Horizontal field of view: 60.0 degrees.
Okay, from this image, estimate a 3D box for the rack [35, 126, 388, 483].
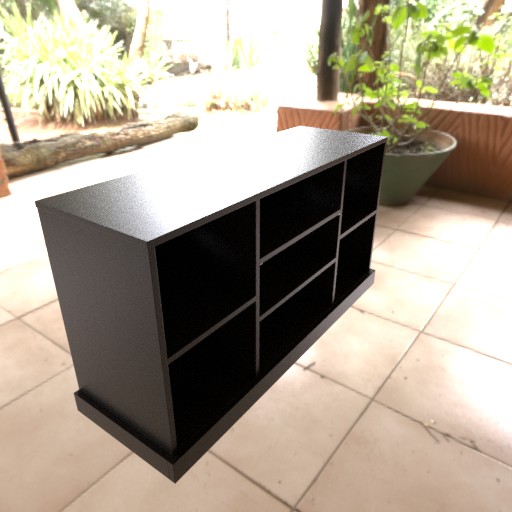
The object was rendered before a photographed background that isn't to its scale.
[{"bbox_3d":[0.000,0.000,1.476,0.399,0.635,1.206,18,32,32],"label":"rack"}]
